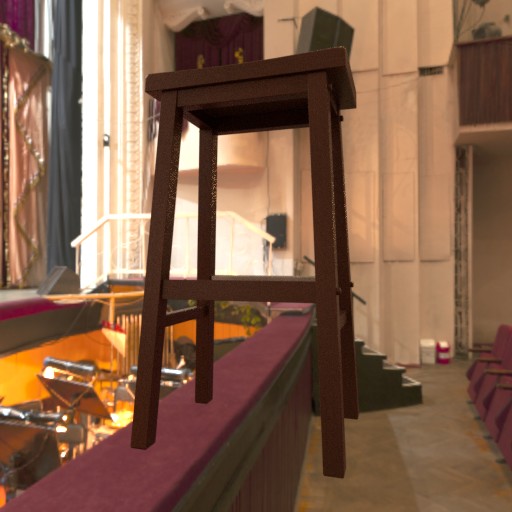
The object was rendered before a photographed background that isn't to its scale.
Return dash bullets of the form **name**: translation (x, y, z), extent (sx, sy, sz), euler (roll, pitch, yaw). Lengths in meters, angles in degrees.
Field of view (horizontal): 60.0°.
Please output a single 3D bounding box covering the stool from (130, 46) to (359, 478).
- **stool**: translation (0.000, 0.000, 0.950), extent (0.406, 0.742, 0.322), euler (0, -1, 17)
